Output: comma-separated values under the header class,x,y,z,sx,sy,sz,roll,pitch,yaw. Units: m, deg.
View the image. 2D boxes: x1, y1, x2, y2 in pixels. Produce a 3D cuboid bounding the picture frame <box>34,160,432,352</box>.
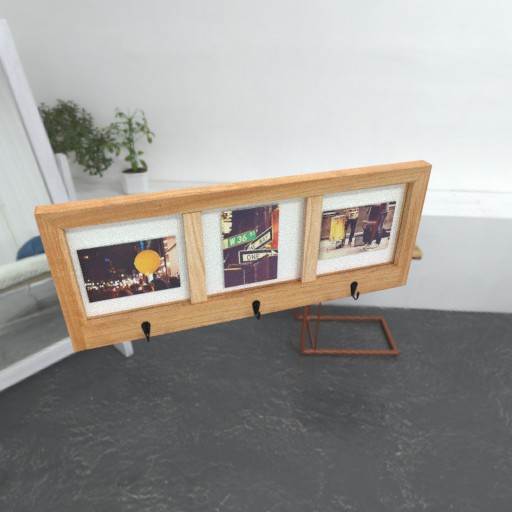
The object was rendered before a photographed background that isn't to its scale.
class,x,y,z,sx,sy,sz,roll,pitch,yaw
picture frame,0.000,0.000,0.691,0.582,0.234,0.045,-9,33,-15
